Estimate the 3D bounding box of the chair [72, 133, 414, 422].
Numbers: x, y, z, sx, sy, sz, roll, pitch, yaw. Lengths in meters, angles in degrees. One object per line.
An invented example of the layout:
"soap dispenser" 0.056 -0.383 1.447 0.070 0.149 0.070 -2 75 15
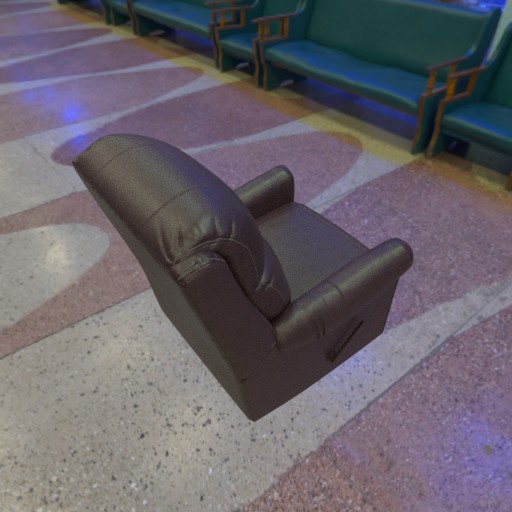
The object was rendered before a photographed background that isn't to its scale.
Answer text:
"chair" 0.000 0.000 1.779 1.014 1.054 0.838 -27 48 -27
